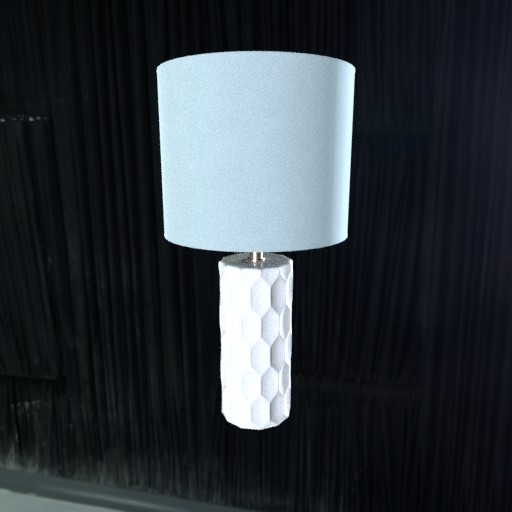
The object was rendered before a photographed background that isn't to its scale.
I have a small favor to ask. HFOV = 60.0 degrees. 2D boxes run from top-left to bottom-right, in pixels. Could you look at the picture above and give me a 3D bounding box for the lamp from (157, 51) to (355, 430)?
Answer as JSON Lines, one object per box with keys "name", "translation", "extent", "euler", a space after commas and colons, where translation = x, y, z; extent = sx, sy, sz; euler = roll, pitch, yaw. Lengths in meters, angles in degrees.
{"name": "lamp", "translation": [0.000, 0.000, 0.691], "extent": [0.277, 0.534, 0.277], "euler": [2, 13, 8]}
